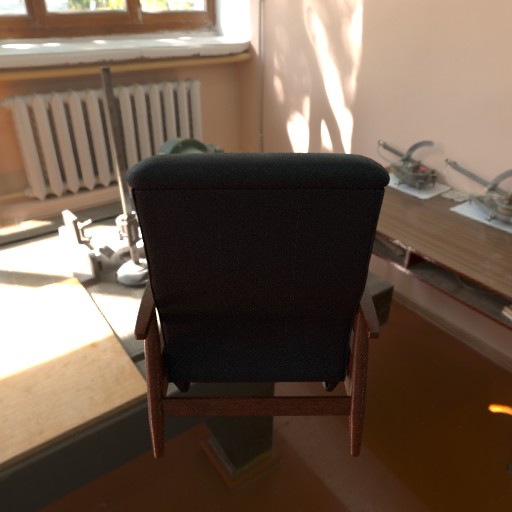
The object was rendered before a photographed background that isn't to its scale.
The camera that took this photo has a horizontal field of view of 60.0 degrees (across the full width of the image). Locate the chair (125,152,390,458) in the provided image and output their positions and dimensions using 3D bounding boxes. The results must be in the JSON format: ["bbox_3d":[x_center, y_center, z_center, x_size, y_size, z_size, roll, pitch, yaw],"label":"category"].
[{"bbox_3d":[0.000,0.000,1.721,0.762,1.082,1.014,0,30,0],"label":"chair"}]
